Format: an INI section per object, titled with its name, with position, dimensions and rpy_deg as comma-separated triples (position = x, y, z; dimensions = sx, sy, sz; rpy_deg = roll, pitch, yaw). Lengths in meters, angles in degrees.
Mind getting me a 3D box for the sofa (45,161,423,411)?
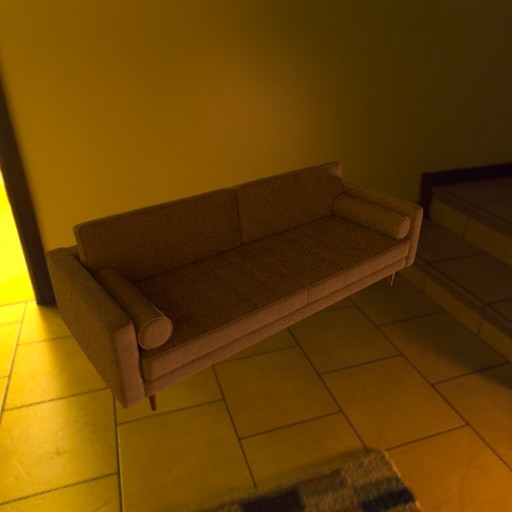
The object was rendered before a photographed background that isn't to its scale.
[sofa]
position = 0.000, 0.000, 2.740
dimensions = 2.200, 0.770, 0.919
rpy_deg = -20, 34, -33
